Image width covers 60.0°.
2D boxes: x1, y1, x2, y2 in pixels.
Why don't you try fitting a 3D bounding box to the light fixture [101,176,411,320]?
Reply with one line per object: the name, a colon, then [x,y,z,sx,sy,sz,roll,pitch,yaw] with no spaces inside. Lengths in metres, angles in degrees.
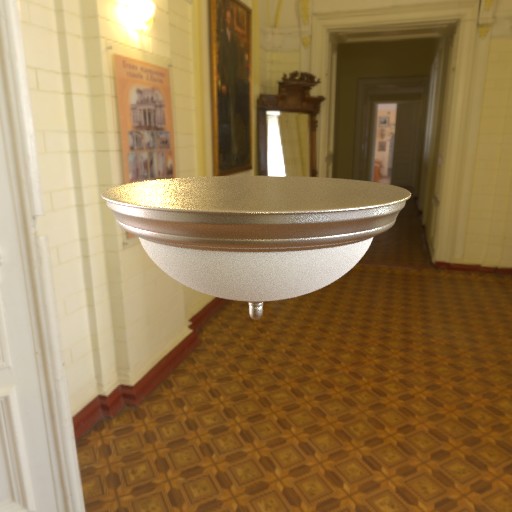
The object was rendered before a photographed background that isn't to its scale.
light fixture: [0.000,0.000,0.439,0.280,0.135,0.280,0,15,0]
